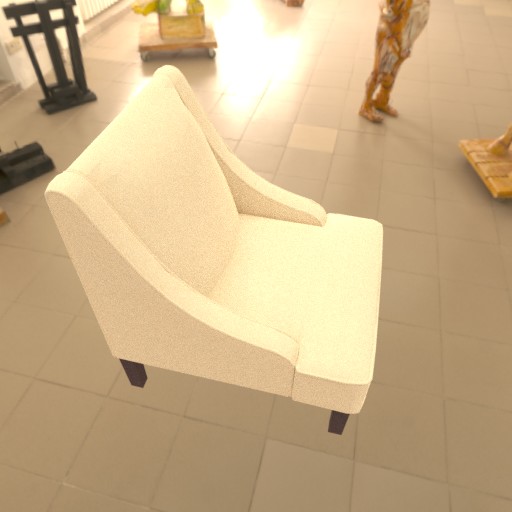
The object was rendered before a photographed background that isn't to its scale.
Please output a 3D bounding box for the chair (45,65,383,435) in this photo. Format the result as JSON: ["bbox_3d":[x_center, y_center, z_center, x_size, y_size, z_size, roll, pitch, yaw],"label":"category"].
[{"bbox_3d":[0.000,0.000,1.423,0.806,0.886,0.689,10,47,10],"label":"chair"}]
